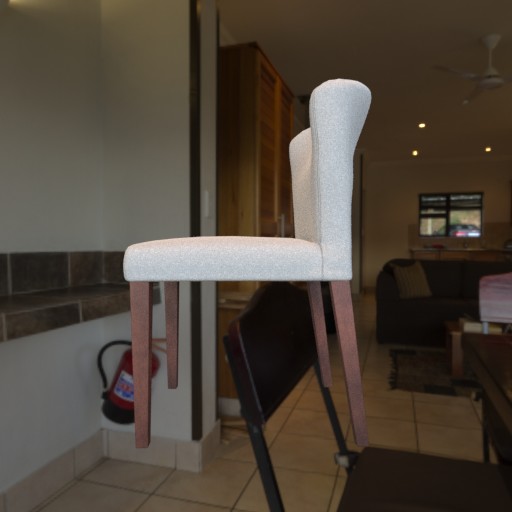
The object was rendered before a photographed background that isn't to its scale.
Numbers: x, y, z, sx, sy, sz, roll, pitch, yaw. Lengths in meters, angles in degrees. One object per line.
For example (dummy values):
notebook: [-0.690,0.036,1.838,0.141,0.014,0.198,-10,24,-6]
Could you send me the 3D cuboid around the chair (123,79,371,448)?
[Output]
chair: [0.000,0.000,1.190,0.592,0.839,0.491,0,1,-1]
